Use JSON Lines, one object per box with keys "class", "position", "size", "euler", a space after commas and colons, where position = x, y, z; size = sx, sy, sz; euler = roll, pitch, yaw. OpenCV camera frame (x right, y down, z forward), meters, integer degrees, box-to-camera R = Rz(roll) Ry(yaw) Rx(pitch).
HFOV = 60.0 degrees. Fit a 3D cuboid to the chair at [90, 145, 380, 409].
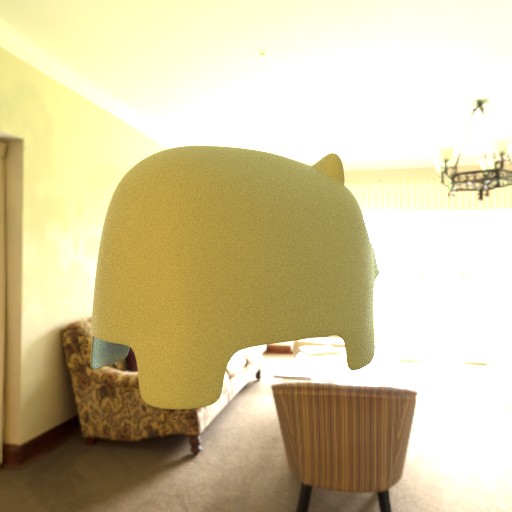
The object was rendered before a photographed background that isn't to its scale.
{"class": "chair", "position": [0.000, 0.000, 0.877], "size": [0.619, 0.423, 0.364], "euler": [1, -1, -37]}
